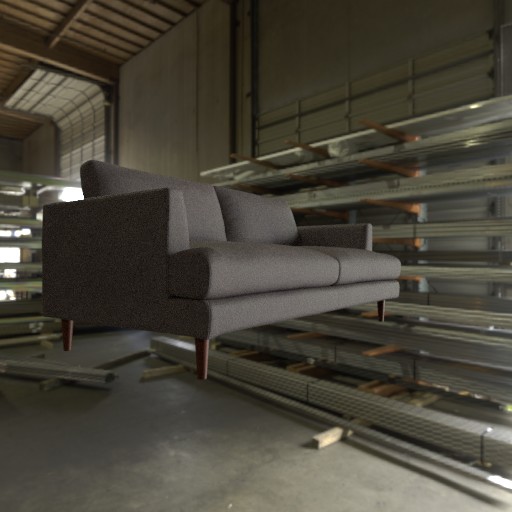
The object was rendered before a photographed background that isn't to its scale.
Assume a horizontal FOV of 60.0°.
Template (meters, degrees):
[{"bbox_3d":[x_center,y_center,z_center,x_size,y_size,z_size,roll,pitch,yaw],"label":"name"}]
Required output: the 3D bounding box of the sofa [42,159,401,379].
[{"bbox_3d":[0.000,0.000,2.488,1.020,0.868,1.948,0,-1,36],"label":"sofa"}]
